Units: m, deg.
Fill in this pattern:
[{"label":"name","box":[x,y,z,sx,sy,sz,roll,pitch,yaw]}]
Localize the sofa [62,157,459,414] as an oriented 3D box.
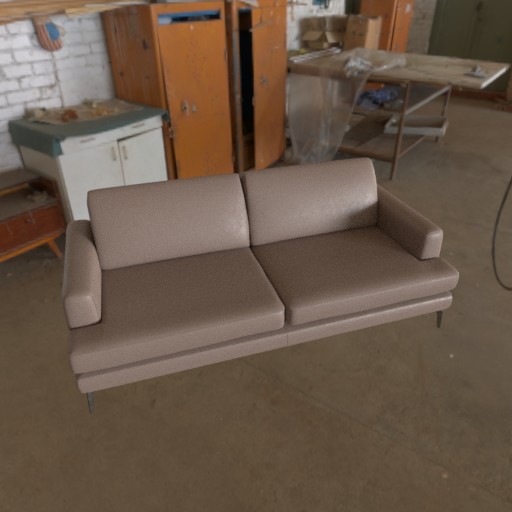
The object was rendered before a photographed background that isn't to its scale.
[{"label":"sofa","box":[0.000,0.000,2.423,1.940,0.765,0.974,-10,33,-15]}]
